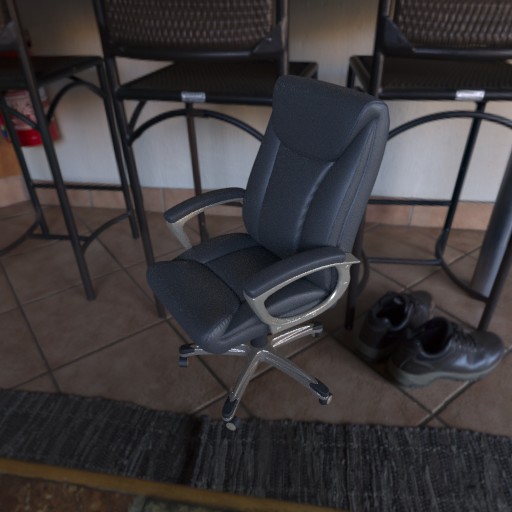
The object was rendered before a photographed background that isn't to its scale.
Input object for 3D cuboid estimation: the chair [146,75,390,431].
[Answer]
[{"bbox_3d":[0.000,0.000,1.678,0.748,1.188,0.694,-20,38,-28],"label":"chair"}]
